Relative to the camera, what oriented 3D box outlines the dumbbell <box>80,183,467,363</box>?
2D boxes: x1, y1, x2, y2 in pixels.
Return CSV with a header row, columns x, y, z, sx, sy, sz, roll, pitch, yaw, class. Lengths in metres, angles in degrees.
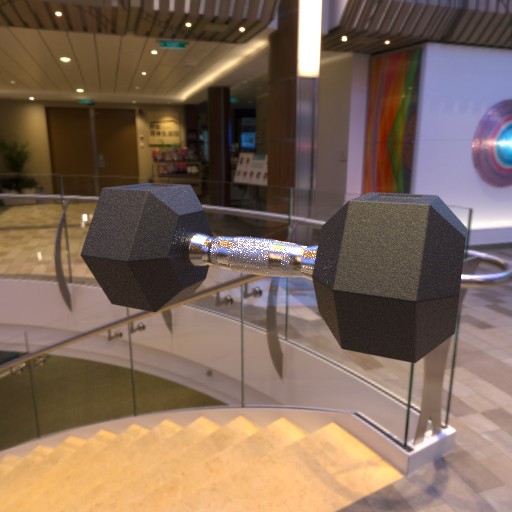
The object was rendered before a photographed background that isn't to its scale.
x,y,z,sx,sy,sz,roll,pitch,yaw,class
0.000,0.000,0.422,0.356,0.123,0.141,7,15,25,dumbbell
